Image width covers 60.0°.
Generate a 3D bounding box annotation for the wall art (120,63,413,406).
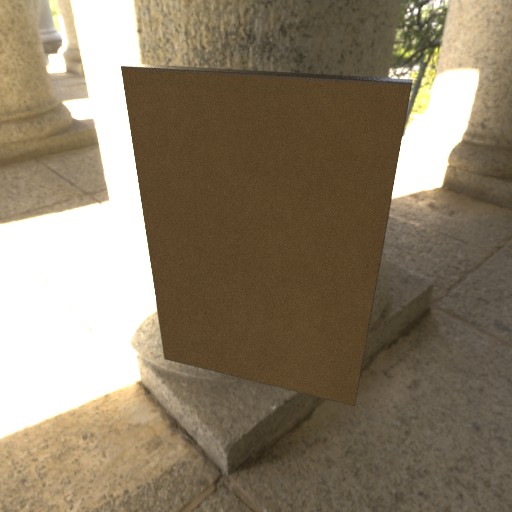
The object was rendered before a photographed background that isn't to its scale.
[{"bbox_3d":[0.000,0.000,0.585,0.314,0.455,0.019,10,33,15],"label":"wall art"}]
